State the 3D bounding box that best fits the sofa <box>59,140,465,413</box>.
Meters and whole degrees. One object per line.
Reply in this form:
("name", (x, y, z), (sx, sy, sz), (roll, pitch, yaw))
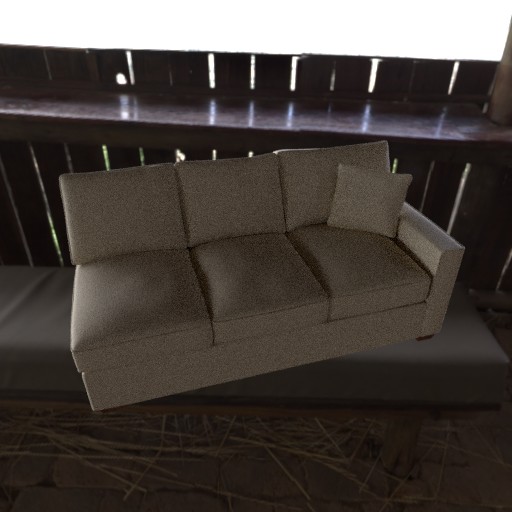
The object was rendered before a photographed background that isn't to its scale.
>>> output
("sofa", (0.000, 0.000, 2.509), (1.963, 0.946, 1.034), (-9, 34, -14))
